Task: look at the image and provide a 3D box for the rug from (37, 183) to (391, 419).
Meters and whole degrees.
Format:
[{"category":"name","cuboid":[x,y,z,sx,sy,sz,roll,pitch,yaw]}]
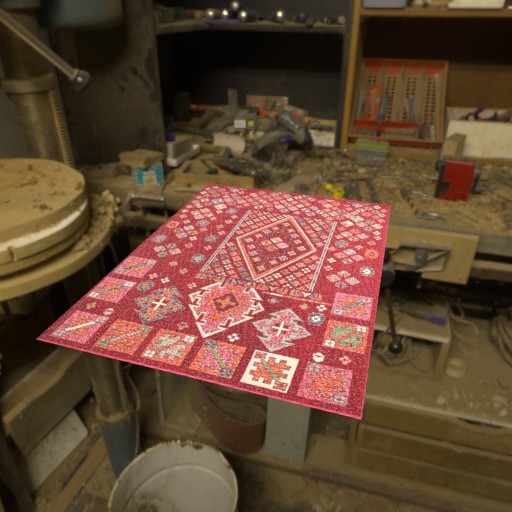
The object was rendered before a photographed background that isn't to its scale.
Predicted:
[{"category":"rug","cuboid":[0.000,0.000,2.869,1.579,0.007,2.184,9,32,15]}]
